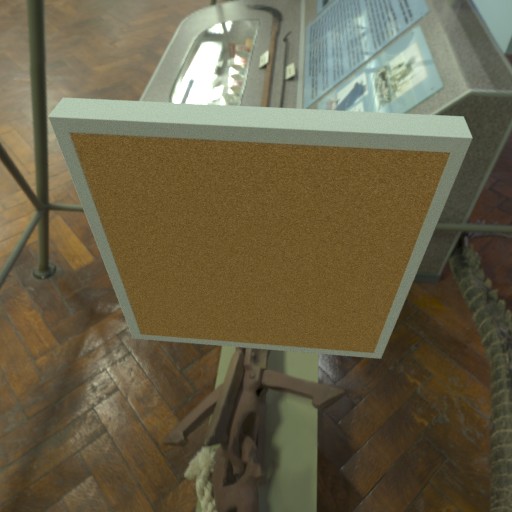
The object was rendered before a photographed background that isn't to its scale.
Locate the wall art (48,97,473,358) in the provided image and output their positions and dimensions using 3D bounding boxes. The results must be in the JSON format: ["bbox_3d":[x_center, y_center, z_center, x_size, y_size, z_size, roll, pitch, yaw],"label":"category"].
[{"bbox_3d":[0.000,0.000,0.585,0.406,0.406,0.038,4,48,4],"label":"wall art"}]
